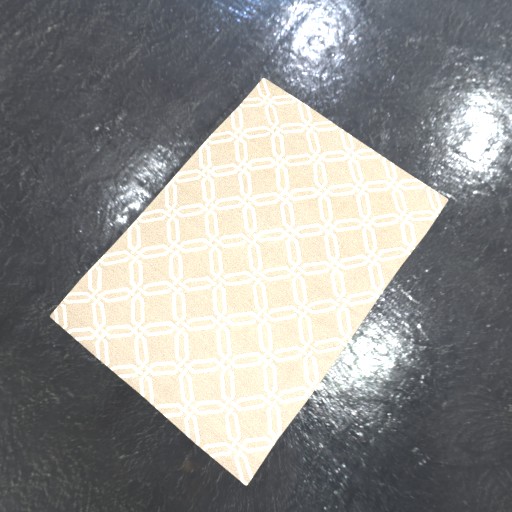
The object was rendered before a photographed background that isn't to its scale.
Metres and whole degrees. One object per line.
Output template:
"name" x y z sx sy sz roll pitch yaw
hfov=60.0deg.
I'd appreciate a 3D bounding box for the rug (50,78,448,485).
"rug" 0.000 0.000 2.765 1.524 0.013 2.135 37 78 9
